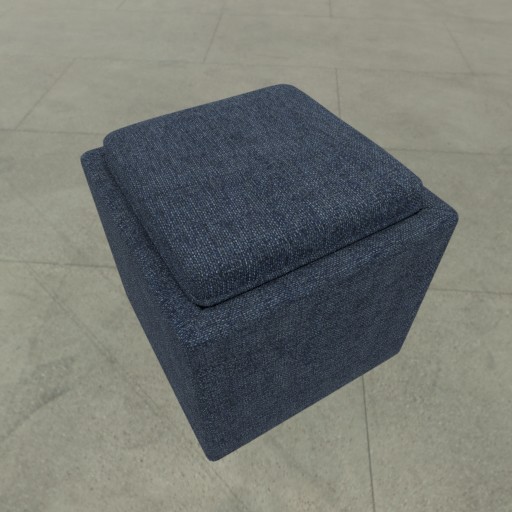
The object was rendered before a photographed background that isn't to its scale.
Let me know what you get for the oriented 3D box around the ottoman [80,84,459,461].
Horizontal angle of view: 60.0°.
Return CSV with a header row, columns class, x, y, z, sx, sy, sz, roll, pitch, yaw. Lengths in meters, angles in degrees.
class,x,y,z,sx,sy,sz,roll,pitch,yaw
ottoman,0.000,0.000,0.828,0.450,0.460,0.450,-23,51,-20
